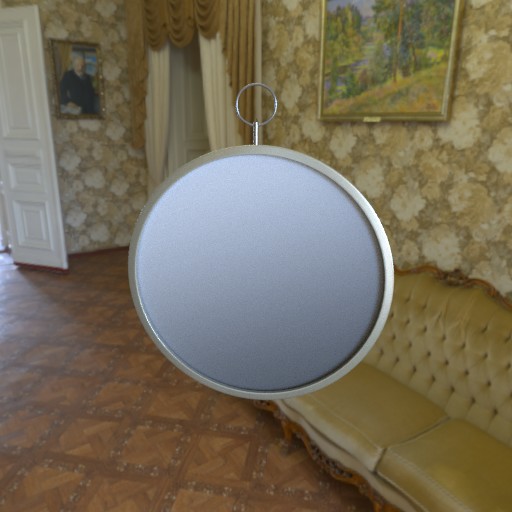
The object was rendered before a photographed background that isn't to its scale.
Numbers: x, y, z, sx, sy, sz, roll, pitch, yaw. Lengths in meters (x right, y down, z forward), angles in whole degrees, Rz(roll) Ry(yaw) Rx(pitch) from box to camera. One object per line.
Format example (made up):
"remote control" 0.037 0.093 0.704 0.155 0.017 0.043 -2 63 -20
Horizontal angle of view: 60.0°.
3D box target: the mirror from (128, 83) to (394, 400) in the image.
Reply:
"mirror" 0.000 0.000 0.977 0.594 0.713 0.020 2 16 8
